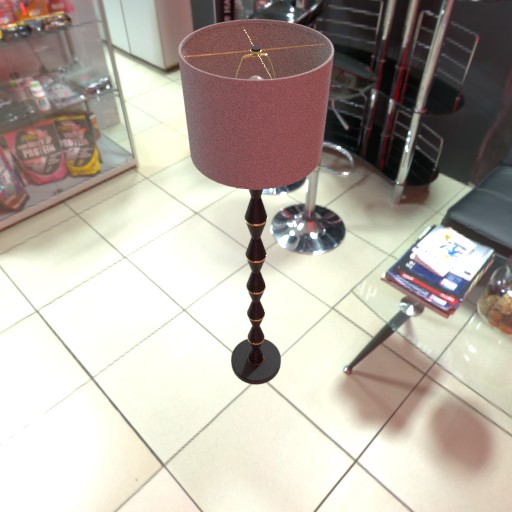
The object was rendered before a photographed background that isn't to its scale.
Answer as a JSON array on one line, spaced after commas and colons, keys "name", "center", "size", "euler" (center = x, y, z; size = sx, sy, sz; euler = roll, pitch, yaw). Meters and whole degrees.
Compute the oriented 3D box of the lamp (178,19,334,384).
[{"name": "lamp", "center": [0.000, 0.000, 1.617], "size": [0.381, 1.480, 0.381], "euler": [-9, 47, -9]}]
